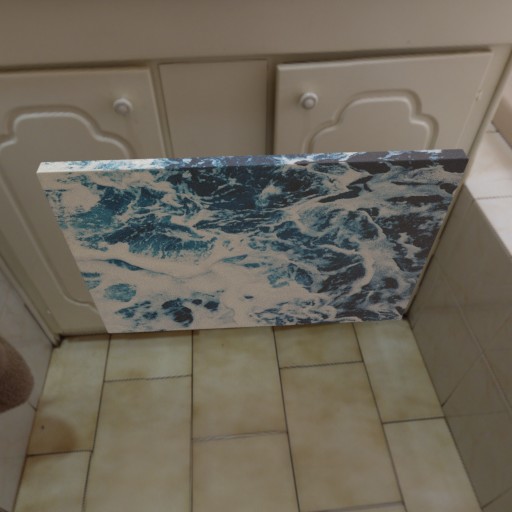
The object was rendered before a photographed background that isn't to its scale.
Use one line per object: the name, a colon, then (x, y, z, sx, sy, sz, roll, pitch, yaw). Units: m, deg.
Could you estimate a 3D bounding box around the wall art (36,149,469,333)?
wall art: (0.000, 0.000, 1.171, 0.915, 0.610, 0.042, -2, 48, -2)
